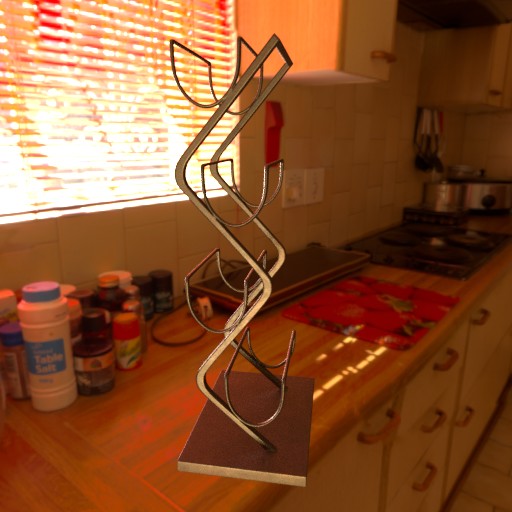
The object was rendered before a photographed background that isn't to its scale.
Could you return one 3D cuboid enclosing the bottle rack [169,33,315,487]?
[{"bbox_3d":[0.000,0.000,0.649,0.178,0.559,0.254,3,15,9],"label":"bottle rack"}]
